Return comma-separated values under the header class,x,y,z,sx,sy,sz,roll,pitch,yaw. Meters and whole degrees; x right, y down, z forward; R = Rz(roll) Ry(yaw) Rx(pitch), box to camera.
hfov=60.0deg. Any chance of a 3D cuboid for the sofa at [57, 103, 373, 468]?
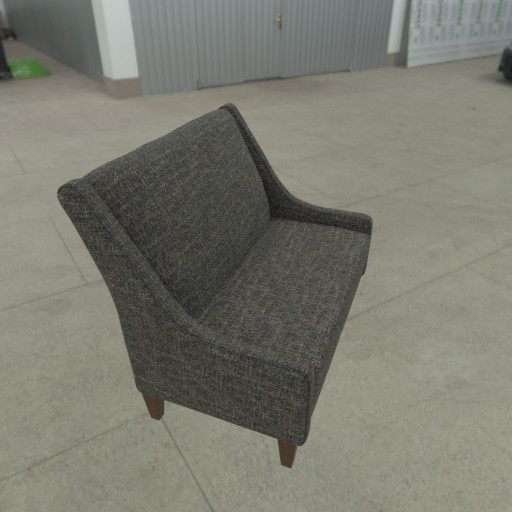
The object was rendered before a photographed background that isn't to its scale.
class,x,y,z,sx,sy,sz,roll,pitch,yaw
sofa,0.000,0.000,1.963,0.870,1.021,1.242,12,33,19
